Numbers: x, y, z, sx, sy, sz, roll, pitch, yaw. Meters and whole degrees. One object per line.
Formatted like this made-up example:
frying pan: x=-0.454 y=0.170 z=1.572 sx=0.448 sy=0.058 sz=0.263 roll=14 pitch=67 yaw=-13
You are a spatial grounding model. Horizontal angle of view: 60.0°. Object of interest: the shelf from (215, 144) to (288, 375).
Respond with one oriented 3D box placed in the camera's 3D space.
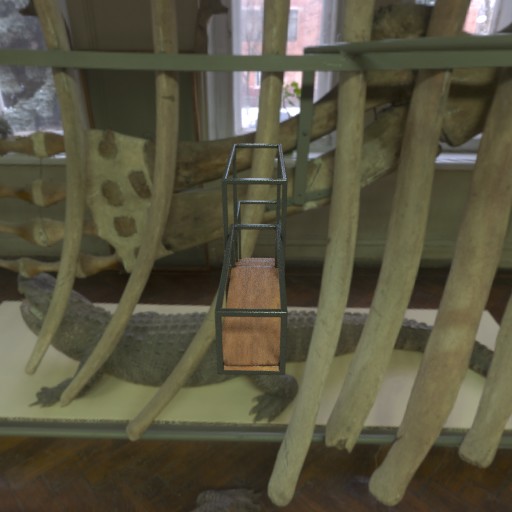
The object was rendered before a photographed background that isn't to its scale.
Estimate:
shelf: x=0.000 y=0.000 z=2.142 sx=0.275 sy=0.972 sz=1.781 roll=0 pitch=26 yaw=1
